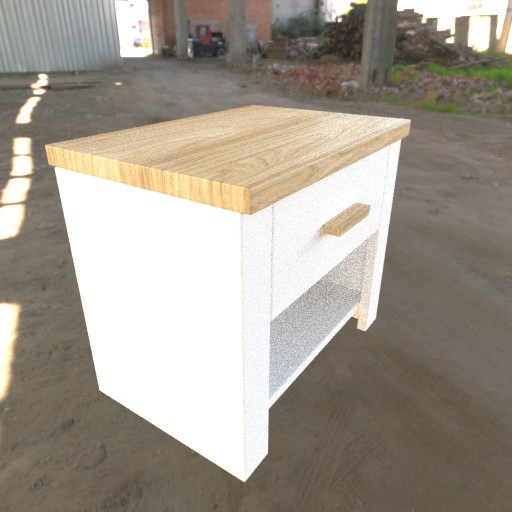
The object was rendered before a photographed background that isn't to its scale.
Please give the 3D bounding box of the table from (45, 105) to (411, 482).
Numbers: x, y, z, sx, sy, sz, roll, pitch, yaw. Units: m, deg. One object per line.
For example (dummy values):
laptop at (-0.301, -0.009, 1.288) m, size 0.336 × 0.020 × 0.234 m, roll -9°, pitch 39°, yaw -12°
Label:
table at (0.000, 0.000, 0.796) m, size 0.360 × 0.440 × 0.500 m, roll 17°, pitch 31°, yaw 31°
